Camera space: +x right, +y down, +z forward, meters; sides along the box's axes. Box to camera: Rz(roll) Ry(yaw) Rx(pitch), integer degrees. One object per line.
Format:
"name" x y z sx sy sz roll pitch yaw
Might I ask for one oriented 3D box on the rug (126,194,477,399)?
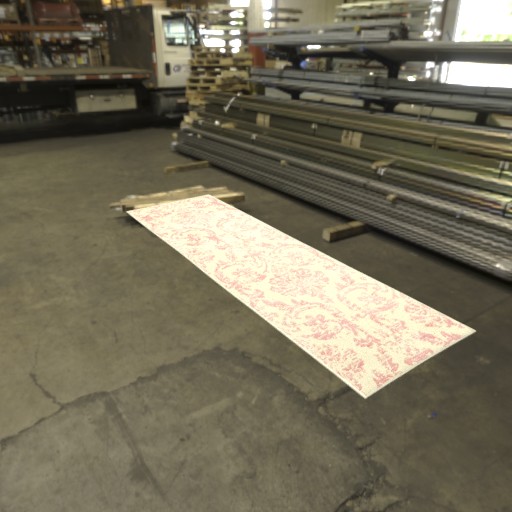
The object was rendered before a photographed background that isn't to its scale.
"rug" 0.000 0.000 2.447 0.662 0.011 2.196 -17 31 -31
